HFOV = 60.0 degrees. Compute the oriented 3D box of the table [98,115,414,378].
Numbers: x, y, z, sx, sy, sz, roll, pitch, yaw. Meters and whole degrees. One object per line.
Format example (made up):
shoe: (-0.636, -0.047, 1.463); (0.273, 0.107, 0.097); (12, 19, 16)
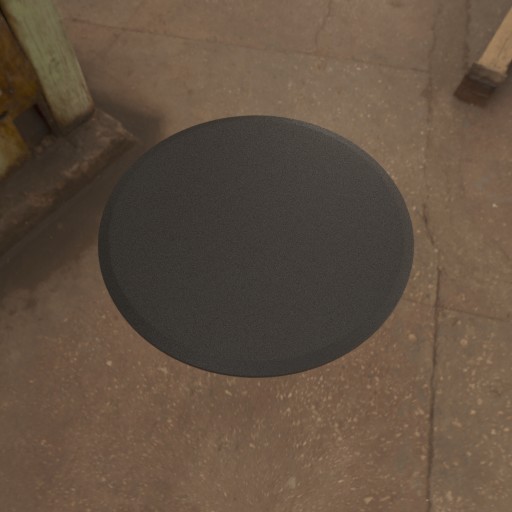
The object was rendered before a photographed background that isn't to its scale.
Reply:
table: (0.000, 0.000, 1.444); (0.900, 0.400, 0.900); (0, 58, 0)
